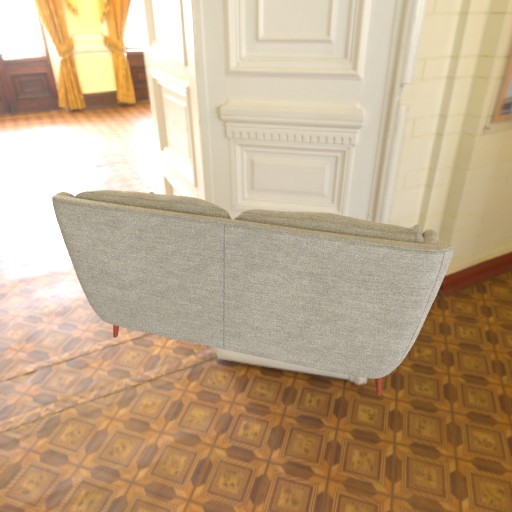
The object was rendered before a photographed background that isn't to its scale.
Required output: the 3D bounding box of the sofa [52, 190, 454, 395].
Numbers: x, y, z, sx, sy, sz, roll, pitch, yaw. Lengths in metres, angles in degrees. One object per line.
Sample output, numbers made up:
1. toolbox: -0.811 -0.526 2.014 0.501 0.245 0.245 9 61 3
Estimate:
1. sofa: 0.000 0.000 2.481 1.930 0.897 0.976 9 31 14
